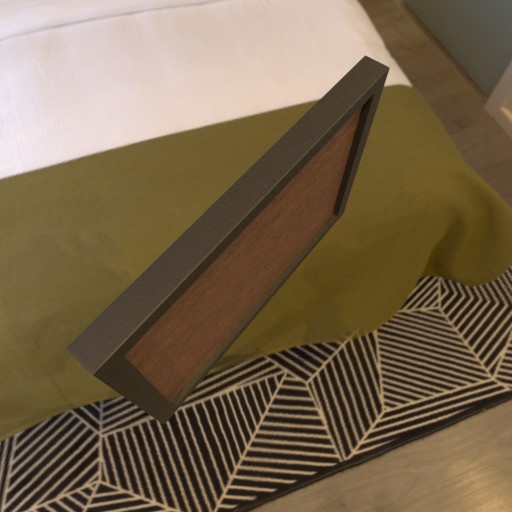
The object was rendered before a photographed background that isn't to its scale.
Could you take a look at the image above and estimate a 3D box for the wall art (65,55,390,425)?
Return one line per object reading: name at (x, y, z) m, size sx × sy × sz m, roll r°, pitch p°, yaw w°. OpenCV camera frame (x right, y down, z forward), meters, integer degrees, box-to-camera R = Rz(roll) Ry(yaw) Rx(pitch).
wall art at (0.000, 0.000, 0.848) m, size 0.051 × 0.456 × 0.671 m, roll 35°, pitch 68°, yaw 17°
